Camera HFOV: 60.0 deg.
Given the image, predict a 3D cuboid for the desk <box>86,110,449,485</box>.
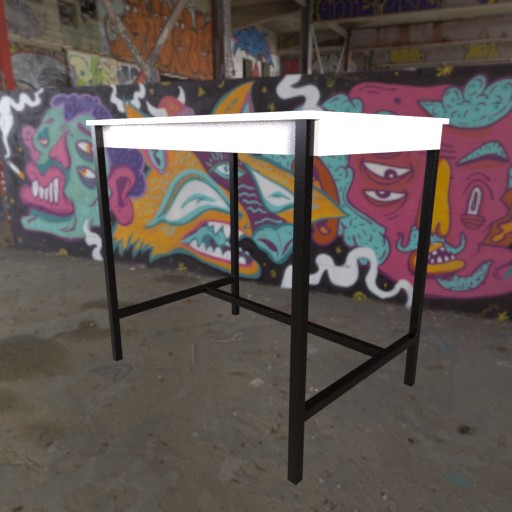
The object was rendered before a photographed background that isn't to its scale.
[{"bbox_3d":[0.000,0.000,1.303,0.811,0.766,0.573,15,21,42],"label":"desk"}]
